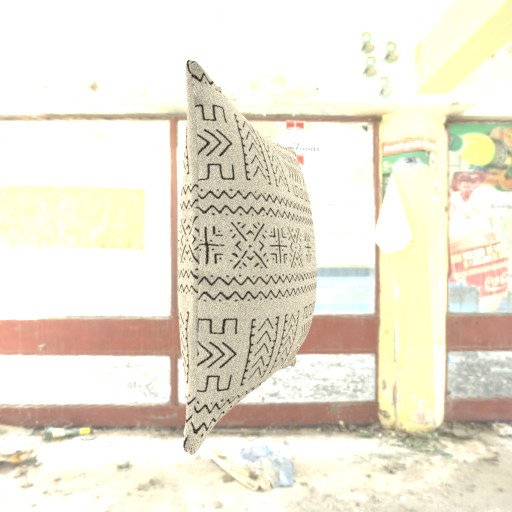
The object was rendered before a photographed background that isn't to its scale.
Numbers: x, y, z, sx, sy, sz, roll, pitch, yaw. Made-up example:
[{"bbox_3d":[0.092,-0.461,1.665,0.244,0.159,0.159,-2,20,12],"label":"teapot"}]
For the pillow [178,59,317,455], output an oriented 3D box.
[{"bbox_3d":[0.000,0.000,0.669,0.164,0.430,0.438,0,0,19],"label":"pillow"}]
